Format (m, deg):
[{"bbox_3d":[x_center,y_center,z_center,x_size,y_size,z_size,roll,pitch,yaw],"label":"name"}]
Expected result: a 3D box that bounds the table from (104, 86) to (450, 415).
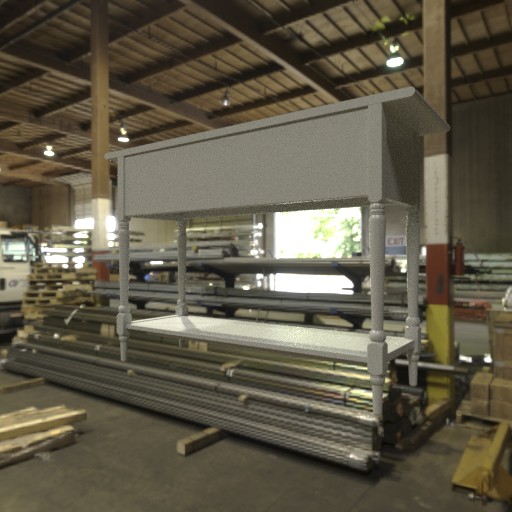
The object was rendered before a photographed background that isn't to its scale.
[{"bbox_3d":[0.000,0.000,1.555,1.197,0.808,0.384,0,0,35],"label":"table"}]
